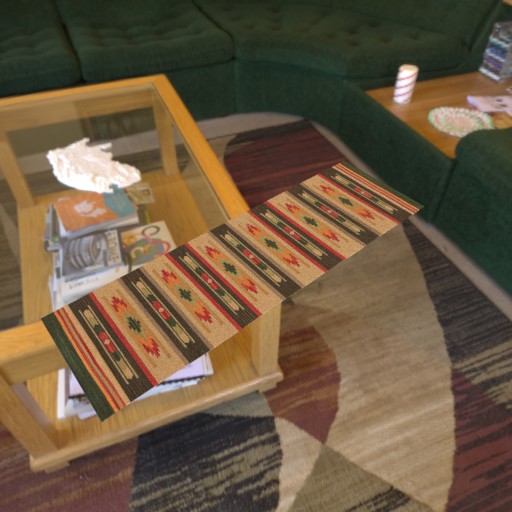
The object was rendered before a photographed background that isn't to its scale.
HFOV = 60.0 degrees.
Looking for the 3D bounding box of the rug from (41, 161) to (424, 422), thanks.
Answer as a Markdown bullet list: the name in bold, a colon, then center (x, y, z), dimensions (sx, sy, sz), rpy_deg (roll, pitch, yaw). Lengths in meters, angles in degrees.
- **rug**: center (0.000, 0.000, 2.765), dimensions (2.440, 0.009, 0.760), rpy_deg (-30, 52, -27)
